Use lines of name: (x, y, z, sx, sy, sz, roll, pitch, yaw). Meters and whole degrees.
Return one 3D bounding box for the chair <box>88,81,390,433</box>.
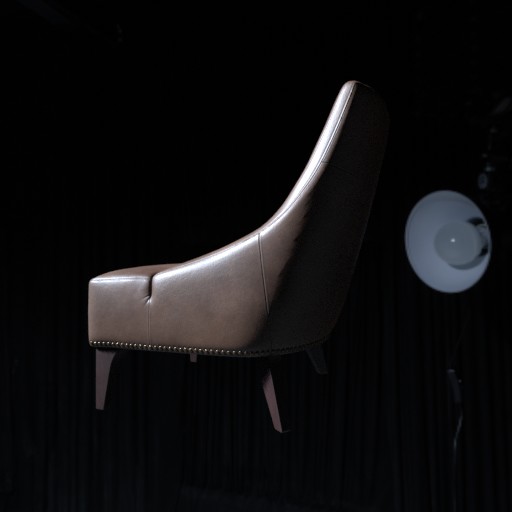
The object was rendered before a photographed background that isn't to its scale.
chair: (0.000, 0.000, 1.495, 0.861, 0.909, 0.701, 0, 0, 18)
